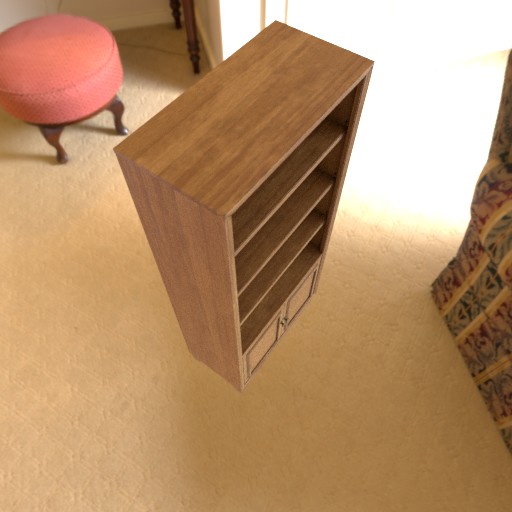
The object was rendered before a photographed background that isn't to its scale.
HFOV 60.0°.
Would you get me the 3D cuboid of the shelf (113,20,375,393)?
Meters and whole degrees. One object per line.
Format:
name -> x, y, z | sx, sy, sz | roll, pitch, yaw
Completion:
shelf -> 0.000, 0.000, 2.288 | 0.453, 1.930, 0.864 | 32, 63, 18
